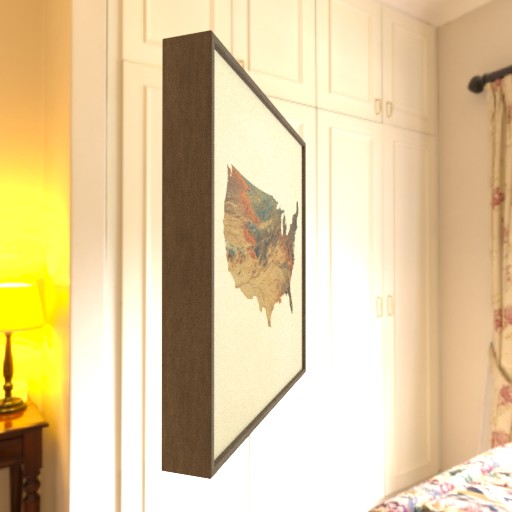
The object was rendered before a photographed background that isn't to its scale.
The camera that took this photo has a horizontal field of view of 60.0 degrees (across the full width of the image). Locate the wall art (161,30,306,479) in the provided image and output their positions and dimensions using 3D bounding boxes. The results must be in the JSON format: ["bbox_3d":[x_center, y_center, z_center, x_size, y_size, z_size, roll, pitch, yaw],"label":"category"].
[{"bbox_3d":[0.000,0.000,0.447,0.038,0.302,0.303,0,-1,18],"label":"wall art"}]
